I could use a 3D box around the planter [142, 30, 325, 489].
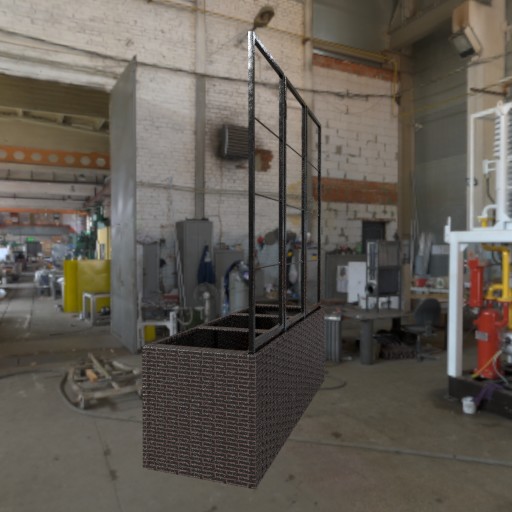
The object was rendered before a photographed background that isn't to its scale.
[{"bbox_3d":[0.000,0.000,1.169,0.244,0.841,0.699,0,1,19],"label":"planter"}]
